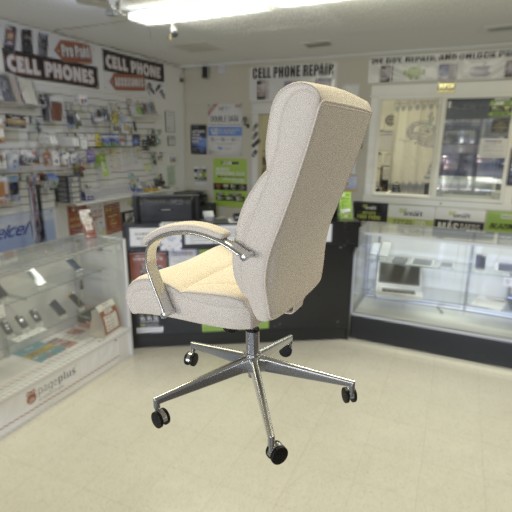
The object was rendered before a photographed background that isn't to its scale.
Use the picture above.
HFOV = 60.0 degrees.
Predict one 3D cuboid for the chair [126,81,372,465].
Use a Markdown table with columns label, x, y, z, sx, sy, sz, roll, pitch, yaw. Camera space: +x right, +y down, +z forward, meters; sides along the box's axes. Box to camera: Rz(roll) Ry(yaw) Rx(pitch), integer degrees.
| label | x | y | z | sx | sy | sz | roll | pitch | yaw |
| --- | --- | --- | --- | --- | --- | --- | --- | --- | --- |
| chair | 0.000 | 0.000 | 1.590 | 0.745 | 1.099 | 0.727 | 7 | 16 | 26 |
